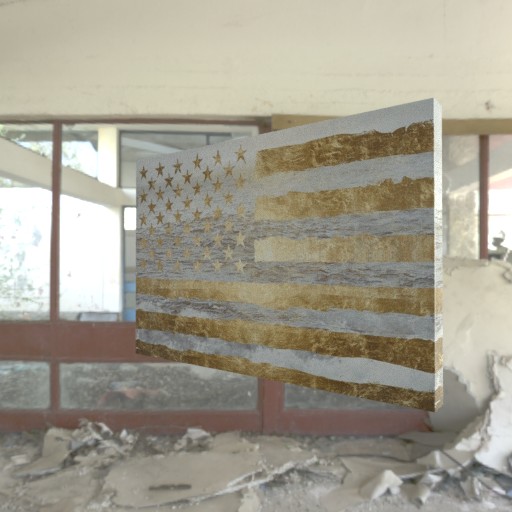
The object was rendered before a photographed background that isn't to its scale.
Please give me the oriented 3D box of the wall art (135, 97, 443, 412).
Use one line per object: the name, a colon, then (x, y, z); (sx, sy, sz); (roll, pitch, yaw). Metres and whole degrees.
wall art: (0.000, 0.000, 0.770); (0.606, 0.407, 0.041); (0, -1, 37)
